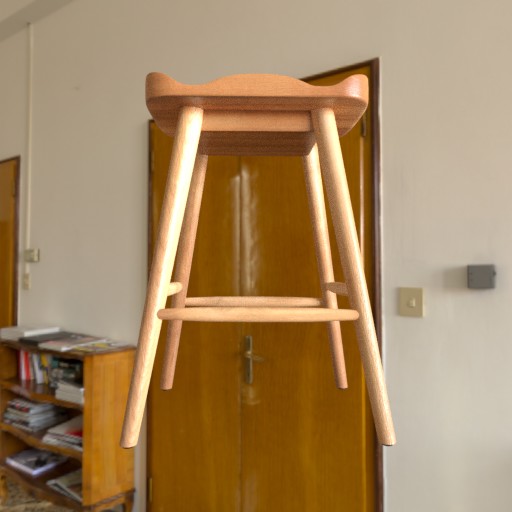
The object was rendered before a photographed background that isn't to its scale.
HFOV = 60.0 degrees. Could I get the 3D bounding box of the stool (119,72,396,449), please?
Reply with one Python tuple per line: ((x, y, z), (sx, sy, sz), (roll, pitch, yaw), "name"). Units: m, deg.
((0.000, 0.000, 0.882), (0.440, 0.615, 0.361), (0, -2, -1), "stool")
